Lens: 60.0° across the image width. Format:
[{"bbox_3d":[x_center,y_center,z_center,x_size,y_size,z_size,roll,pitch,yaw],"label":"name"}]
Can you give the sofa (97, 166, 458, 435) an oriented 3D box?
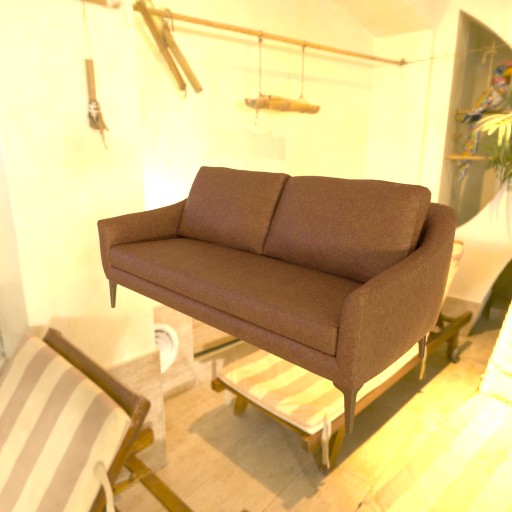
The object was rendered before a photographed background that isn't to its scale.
[{"bbox_3d":[0.000,0.000,2.631,2.036,0.945,0.981,15,21,42],"label":"sofa"}]
